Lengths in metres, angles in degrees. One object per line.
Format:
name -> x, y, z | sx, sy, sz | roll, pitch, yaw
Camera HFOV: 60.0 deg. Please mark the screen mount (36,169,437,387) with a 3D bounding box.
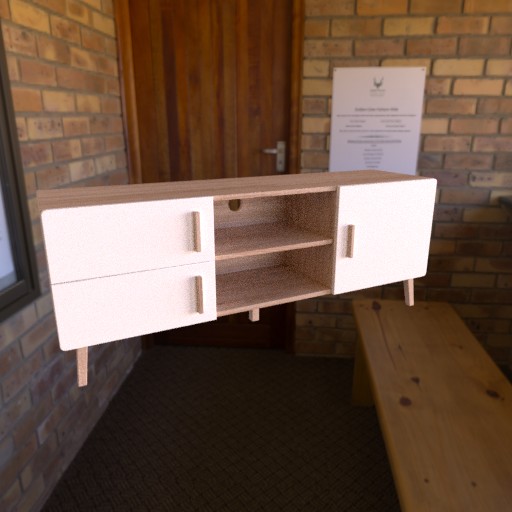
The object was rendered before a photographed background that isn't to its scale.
screen mount -> 0.000, 0.000, 1.767 | 1.500, 0.570, 0.420 | -8, 19, -26
